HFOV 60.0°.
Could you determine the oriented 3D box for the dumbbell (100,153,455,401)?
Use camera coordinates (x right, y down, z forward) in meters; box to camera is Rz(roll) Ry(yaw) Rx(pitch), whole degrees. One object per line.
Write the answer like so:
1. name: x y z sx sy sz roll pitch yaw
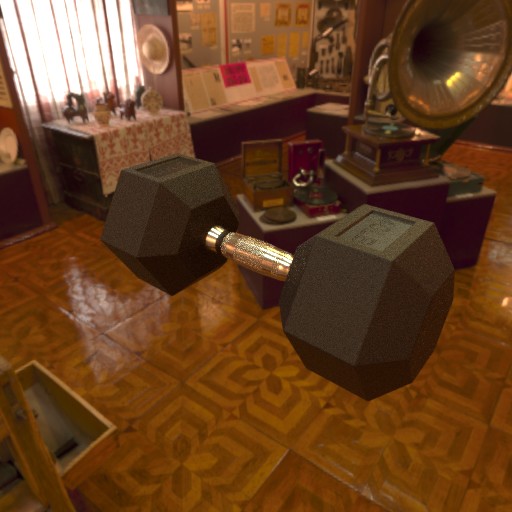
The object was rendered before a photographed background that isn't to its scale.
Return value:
1. dumbbell: 0.000 0.000 0.449 0.361 0.137 0.157 22 36 33
